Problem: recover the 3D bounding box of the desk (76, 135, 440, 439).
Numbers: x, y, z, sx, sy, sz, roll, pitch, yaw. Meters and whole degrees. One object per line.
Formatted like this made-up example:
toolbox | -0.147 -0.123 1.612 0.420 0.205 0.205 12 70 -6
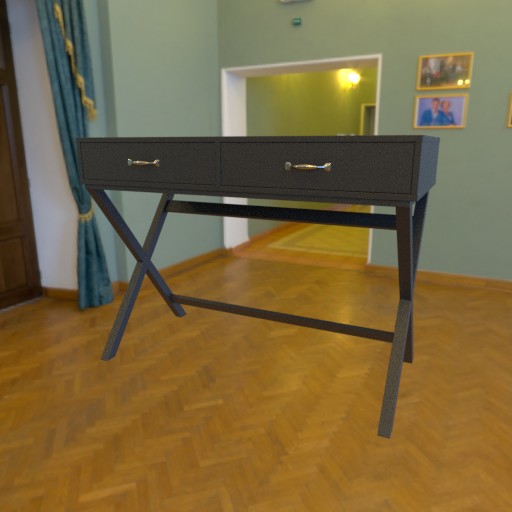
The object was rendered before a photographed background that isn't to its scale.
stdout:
desk | 0.000 0.000 1.511 1.057 0.780 0.525 7 16 25
